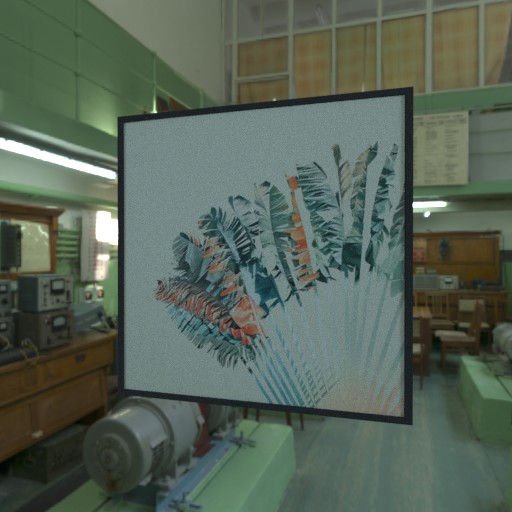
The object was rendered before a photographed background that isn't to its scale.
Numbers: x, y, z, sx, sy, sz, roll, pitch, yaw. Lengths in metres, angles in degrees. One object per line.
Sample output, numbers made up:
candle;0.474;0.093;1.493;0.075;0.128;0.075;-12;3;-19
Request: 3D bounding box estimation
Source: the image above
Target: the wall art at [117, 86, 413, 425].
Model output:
wall art;0.000;0.000;0.454;0.302;0.300;0.036;0;0;17
